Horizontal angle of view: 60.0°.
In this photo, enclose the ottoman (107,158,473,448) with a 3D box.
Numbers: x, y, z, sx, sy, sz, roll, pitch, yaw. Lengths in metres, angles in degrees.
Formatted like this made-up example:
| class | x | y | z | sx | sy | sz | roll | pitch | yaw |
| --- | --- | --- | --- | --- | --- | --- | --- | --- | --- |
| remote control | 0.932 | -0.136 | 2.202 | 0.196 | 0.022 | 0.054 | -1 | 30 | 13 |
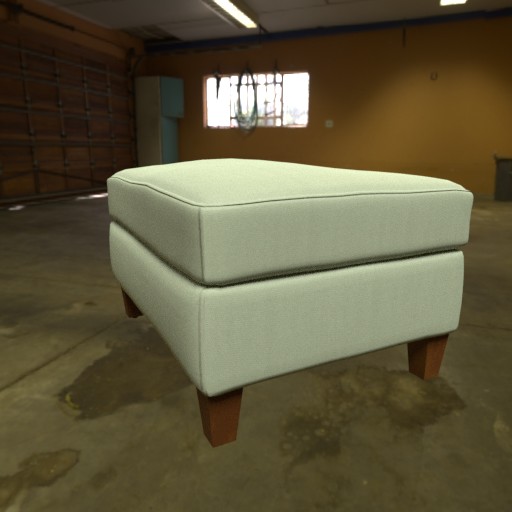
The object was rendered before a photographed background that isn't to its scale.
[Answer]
| class | x | y | z | sx | sy | sz | roll | pitch | yaw |
| --- | --- | --- | --- | --- | --- | --- | --- | --- | --- |
| ottoman | 0.000 | 0.000 | 1.169 | 0.634 | 0.496 | 0.818 | -7 | 15 | -27 |
